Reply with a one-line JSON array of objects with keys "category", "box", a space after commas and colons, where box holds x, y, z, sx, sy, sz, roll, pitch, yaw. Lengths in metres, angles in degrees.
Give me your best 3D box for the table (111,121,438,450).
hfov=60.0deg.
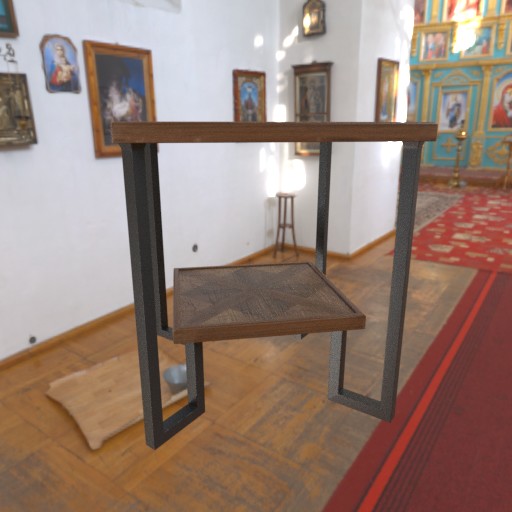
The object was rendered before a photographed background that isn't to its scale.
[{"category": "table", "box": [0.000, 0.000, 0.980, 0.503, 0.563, 0.503, -3, 17, -9]}]
